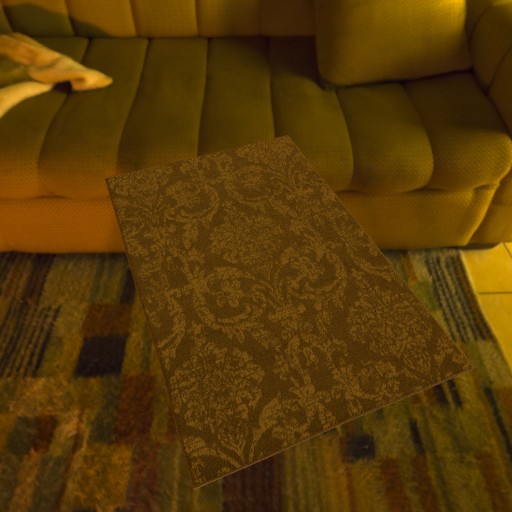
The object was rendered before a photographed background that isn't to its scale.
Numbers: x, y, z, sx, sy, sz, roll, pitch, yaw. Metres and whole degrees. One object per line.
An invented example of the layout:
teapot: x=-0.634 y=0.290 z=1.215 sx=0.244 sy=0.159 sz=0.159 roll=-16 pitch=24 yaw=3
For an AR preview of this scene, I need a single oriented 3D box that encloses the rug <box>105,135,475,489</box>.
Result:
rug: x=0.000 y=0.000 z=2.235 sx=1.206 sy=0.012 sz=1.824 roll=-17 pitch=51 yaw=-14
